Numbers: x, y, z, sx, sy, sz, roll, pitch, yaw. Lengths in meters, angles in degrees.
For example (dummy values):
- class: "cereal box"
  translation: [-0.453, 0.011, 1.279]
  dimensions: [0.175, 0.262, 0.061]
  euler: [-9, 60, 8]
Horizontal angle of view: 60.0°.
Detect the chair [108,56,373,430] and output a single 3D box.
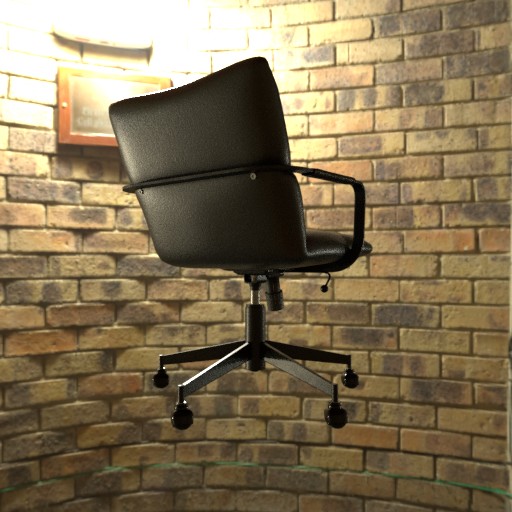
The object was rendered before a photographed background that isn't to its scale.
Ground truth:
- class: "chair"
  translation: [0.000, 0.000, 1.448]
  dimensions: [0.719, 0.922, 0.748]
  euler: [-1, -1, 35]
